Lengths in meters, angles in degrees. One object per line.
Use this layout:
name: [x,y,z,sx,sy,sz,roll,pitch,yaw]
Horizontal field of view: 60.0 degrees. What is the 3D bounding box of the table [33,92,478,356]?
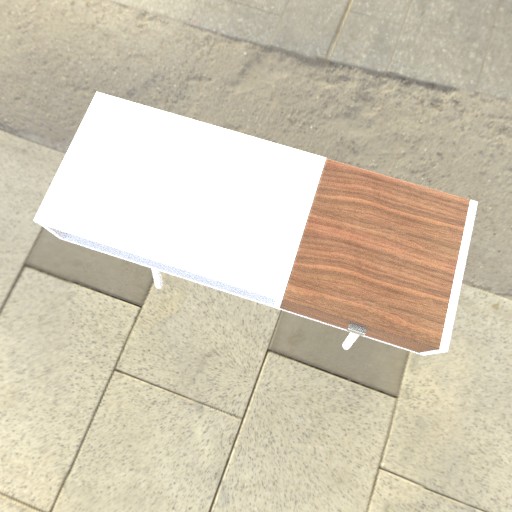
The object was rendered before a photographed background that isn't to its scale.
table: [0.000,0.000,1.508,1.066,0.785,0.418,17,75,5]
